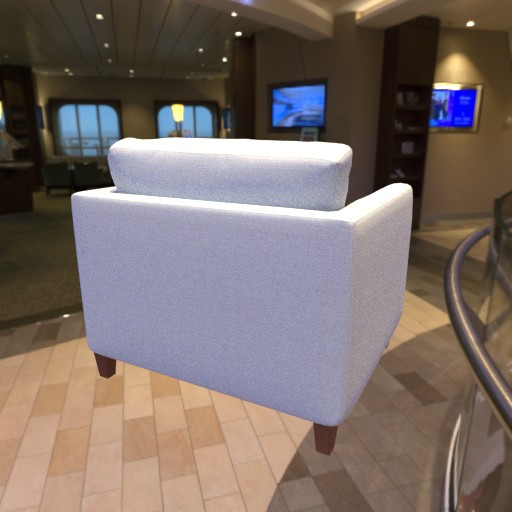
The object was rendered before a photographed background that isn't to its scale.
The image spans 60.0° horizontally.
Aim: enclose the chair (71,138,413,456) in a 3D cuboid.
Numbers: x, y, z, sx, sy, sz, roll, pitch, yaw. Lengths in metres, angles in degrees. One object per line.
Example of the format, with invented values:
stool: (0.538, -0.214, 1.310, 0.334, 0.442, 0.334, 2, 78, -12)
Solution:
chair: (0.000, 0.000, 1.856, 1.107, 0.961, 0.953, 8, 18, 27)
